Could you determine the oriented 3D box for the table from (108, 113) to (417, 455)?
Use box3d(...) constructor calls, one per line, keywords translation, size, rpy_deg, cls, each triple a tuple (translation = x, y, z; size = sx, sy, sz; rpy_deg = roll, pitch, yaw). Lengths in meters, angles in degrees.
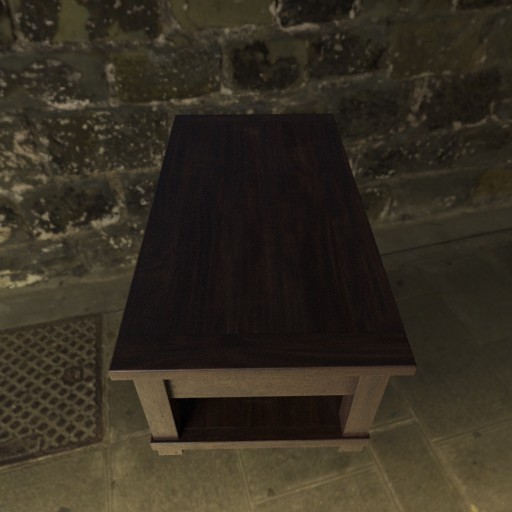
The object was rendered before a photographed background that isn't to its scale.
box3d(translation=(0.000, 0.000, 1.602), size=(0.700, 0.494, 1.270), rpy_deg=(-1, 43, -1), cls="table")
